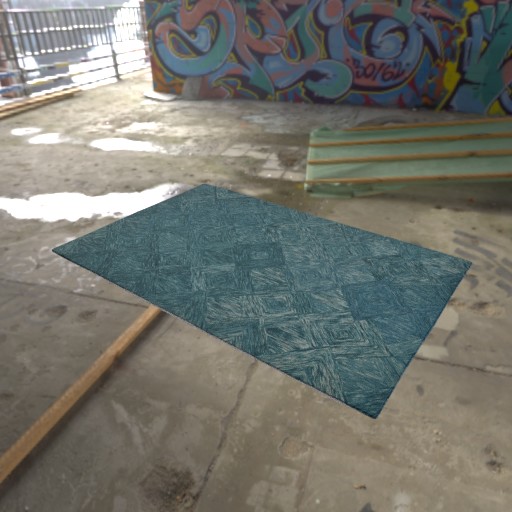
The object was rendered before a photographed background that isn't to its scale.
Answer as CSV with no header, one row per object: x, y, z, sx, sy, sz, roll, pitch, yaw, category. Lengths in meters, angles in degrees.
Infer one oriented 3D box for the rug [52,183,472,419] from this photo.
0.000,0.000,2.158,1.728,0.017,1.136,21,36,31,rug
